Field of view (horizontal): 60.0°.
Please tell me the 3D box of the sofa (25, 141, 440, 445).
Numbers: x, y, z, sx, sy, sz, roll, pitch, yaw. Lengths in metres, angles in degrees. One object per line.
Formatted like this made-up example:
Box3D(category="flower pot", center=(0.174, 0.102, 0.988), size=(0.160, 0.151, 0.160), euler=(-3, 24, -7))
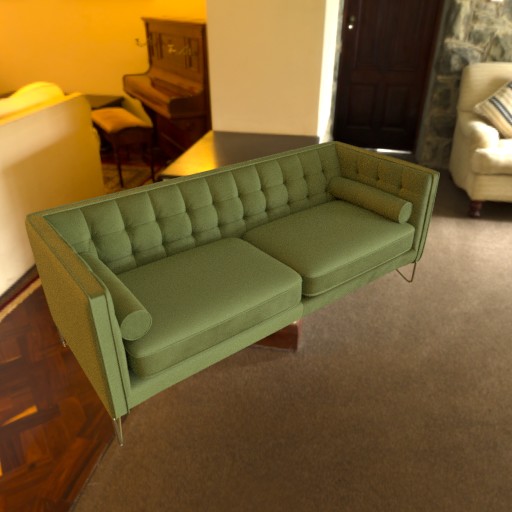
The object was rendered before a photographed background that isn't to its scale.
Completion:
Box3D(category="sofa", center=(0.000, 0.000, 2.483), size=(2.087, 0.789, 0.867), euler=(-21, 36, -32))
